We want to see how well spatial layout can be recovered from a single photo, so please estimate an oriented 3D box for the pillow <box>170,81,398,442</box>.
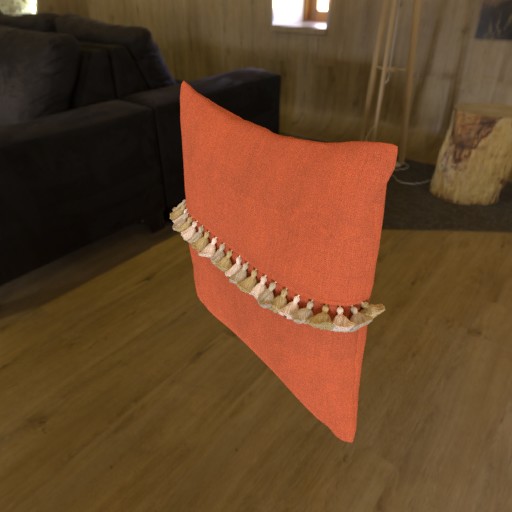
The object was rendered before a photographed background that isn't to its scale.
[{"bbox_3d":[0.000,0.000,0.736,0.165,0.482,0.490,-21,37,-30],"label":"pillow"}]
